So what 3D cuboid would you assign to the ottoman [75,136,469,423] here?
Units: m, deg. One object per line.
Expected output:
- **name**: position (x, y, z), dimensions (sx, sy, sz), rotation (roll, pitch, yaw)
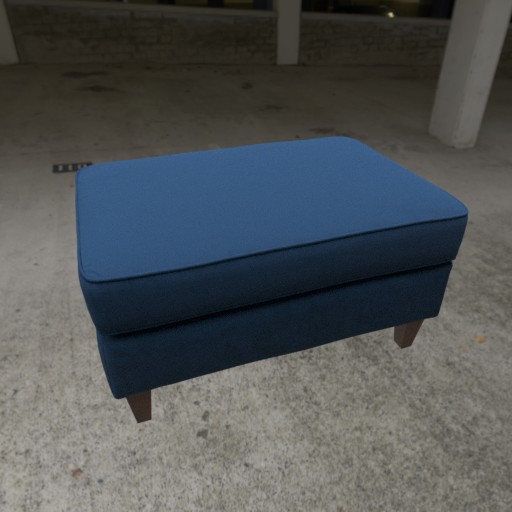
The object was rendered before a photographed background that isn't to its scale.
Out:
- **ottoman**: position (0.000, 0.000, 1.209), dimensions (0.862, 0.484, 0.583), rotation (-11, 35, -16)
